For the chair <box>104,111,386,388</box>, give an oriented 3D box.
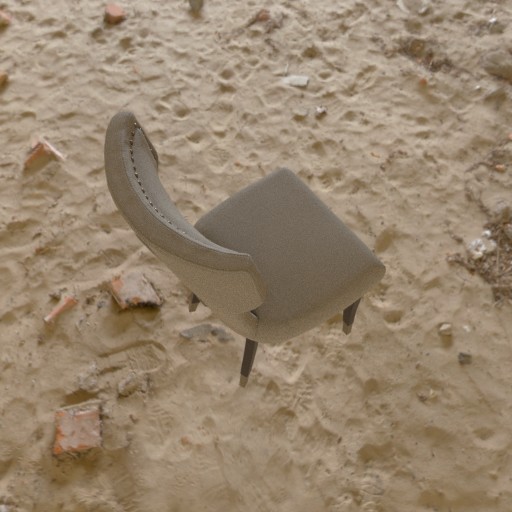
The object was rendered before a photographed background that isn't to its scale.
[{"bbox_3d":[0.000,0.000,1.331,0.630,0.955,0.526,-31,64,-17],"label":"chair"}]
